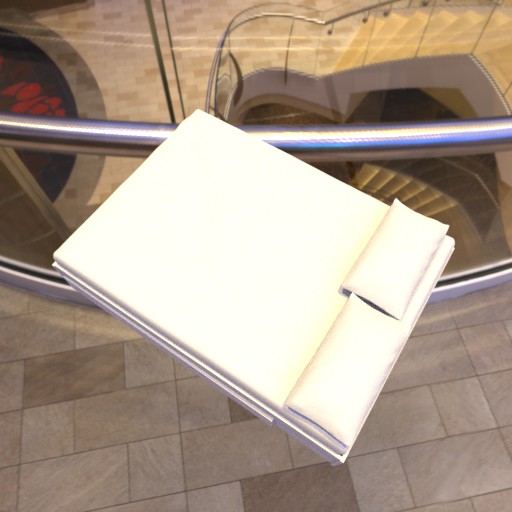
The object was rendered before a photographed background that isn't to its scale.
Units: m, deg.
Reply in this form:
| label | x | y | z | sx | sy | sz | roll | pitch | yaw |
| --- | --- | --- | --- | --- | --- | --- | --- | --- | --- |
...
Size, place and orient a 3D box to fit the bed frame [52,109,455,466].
| label | x | y | z | sx | sy | sz | roll | pitch | yaw |
| --- | --- | --- | --- | --- | --- | --- | --- | --- | --- |
| bed frame | 0.000 | 0.000 | 2.666 | 1.950 | 0.629 | 1.450 | 30 | 66 | 15 |
